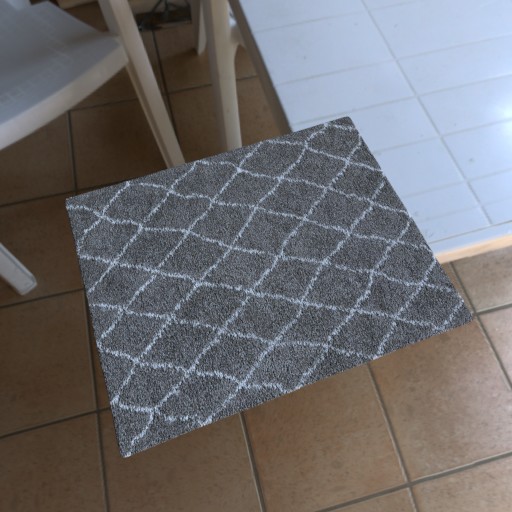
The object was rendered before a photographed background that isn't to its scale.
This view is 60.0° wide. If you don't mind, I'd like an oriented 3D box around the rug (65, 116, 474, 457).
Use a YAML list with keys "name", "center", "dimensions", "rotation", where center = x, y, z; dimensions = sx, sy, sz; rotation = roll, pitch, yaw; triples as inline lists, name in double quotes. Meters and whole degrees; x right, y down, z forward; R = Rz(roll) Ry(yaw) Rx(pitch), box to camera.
- name: "rug"
  center: [0.000, 0.000, 4.021]
  dimensions: [3.047, 0.029, 2.438]
  rotation: [-19, 65, -9]
